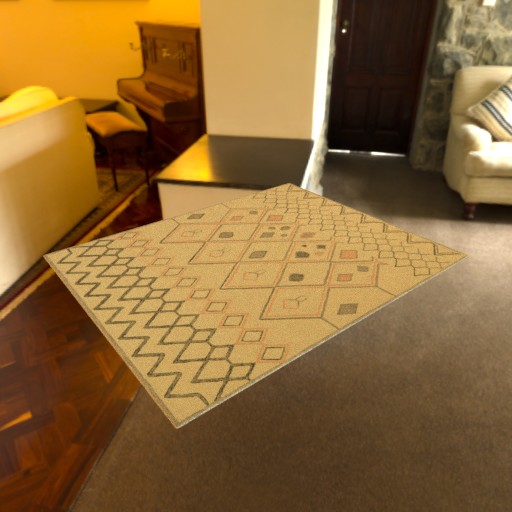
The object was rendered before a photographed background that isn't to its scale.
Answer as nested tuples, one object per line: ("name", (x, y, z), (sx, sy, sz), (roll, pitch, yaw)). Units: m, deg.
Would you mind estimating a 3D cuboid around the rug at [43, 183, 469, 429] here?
("rug", (0.000, 0.000, 4.057), (3.050, 0.016, 2.441), (-21, 36, -33))
